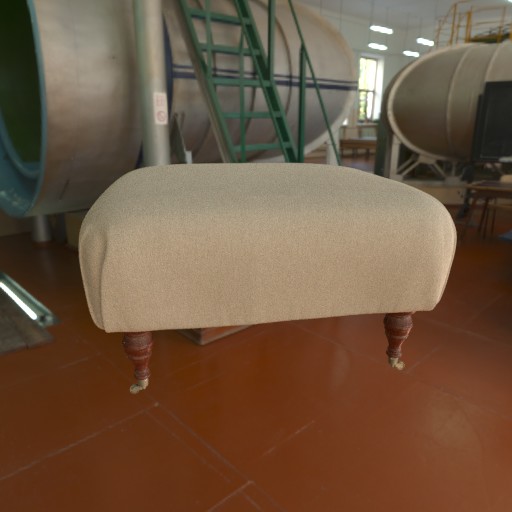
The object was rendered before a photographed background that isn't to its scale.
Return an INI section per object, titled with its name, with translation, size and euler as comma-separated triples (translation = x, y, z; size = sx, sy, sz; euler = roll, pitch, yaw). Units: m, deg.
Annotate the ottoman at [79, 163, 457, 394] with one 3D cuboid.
[ottoman]
translation = 0.000, 0.000, 1.129
size = 0.746, 0.450, 0.639
euler = -3, 18, -9
